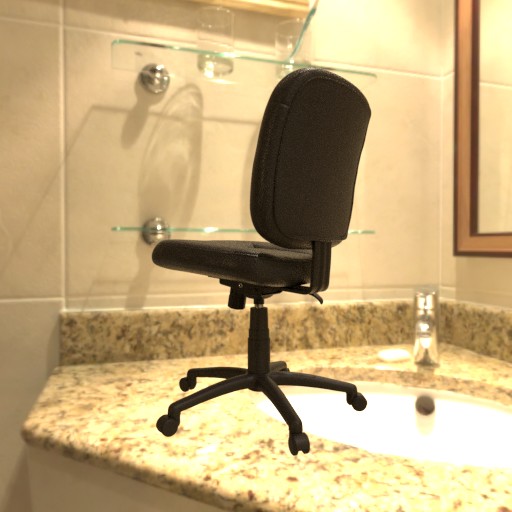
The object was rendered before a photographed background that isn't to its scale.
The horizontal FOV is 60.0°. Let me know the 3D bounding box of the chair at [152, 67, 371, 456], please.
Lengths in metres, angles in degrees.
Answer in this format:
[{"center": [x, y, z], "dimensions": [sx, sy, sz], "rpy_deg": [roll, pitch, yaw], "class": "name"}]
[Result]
[{"center": [0.000, 0.000, 1.380], "dimensions": [0.646, 0.959, 0.647], "rpy_deg": [1, 2, 36], "class": "chair"}]
